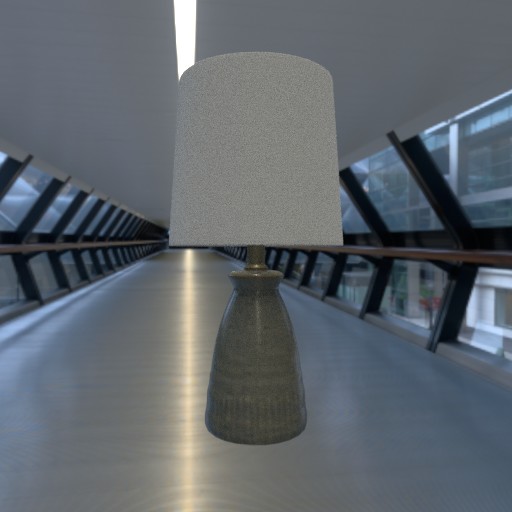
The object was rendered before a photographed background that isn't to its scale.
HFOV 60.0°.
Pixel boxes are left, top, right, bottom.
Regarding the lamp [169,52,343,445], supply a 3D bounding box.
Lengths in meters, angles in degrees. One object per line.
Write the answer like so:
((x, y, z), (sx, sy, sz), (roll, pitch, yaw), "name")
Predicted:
((0.000, 0.000, 0.483), (0.186, 0.369, 0.186), (0, 1, 0), "lamp")
